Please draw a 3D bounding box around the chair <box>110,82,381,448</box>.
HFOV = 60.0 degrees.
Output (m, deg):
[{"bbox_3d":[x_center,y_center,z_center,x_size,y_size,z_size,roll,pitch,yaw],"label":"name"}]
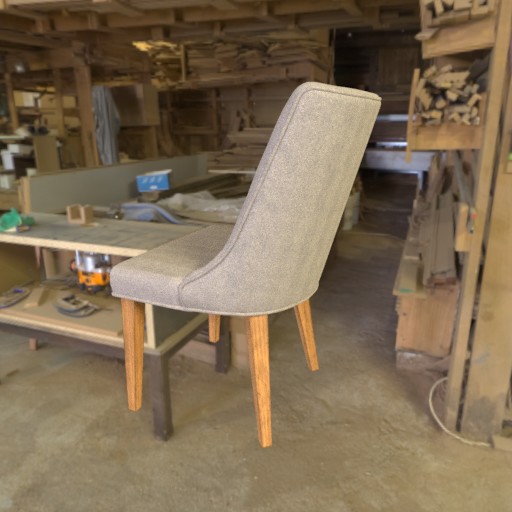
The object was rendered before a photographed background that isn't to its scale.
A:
[{"bbox_3d":[0.000,0.000,1.299,0.636,0.916,0.548,8,19,24],"label":"chair"}]
